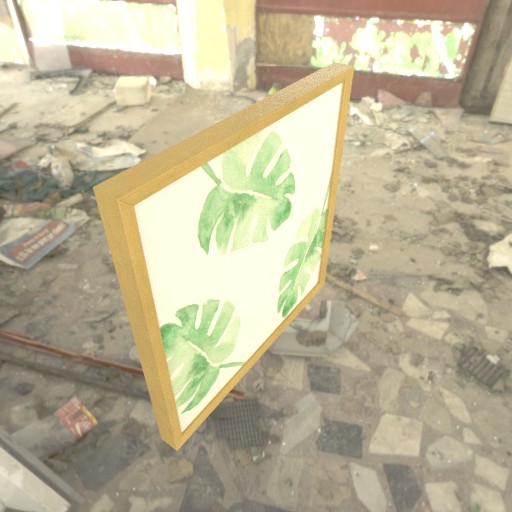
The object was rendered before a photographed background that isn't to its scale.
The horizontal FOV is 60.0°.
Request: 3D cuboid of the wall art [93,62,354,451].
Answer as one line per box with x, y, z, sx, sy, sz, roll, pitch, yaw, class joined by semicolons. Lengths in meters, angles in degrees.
0.000;0.000;0.759;0.038;0.508;0.508;25;46;27;wall art
